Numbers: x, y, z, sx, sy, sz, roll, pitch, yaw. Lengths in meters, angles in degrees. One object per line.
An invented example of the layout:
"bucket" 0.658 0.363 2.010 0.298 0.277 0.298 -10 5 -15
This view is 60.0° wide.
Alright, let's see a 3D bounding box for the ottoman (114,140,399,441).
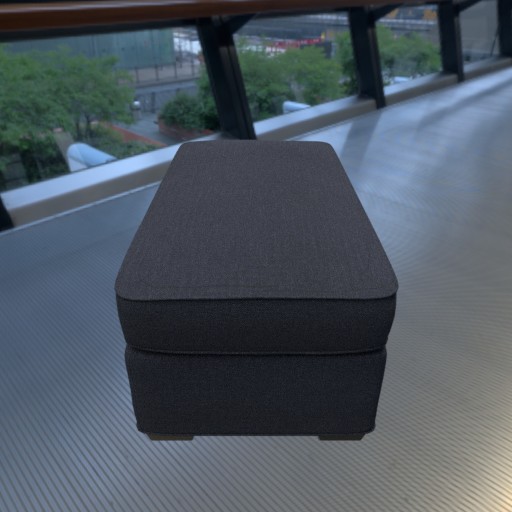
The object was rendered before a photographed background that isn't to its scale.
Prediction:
"ottoman" 0.000 0.000 1.200 0.505 0.453 0.895 0 31 0
